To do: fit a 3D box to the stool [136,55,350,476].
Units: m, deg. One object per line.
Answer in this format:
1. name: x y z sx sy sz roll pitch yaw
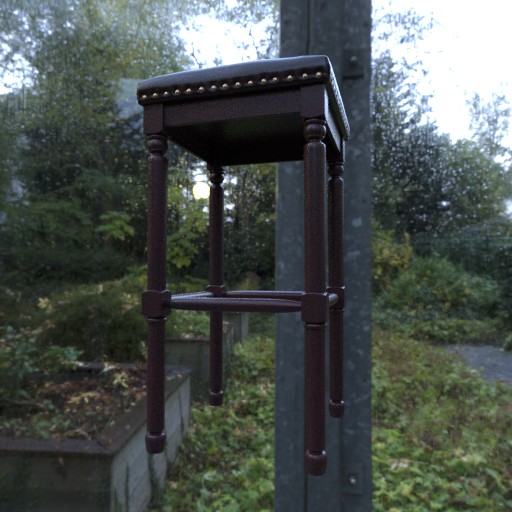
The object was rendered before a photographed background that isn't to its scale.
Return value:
1. stool: 0.000 0.000 0.983 0.382 0.768 0.383 -1 -2 17
